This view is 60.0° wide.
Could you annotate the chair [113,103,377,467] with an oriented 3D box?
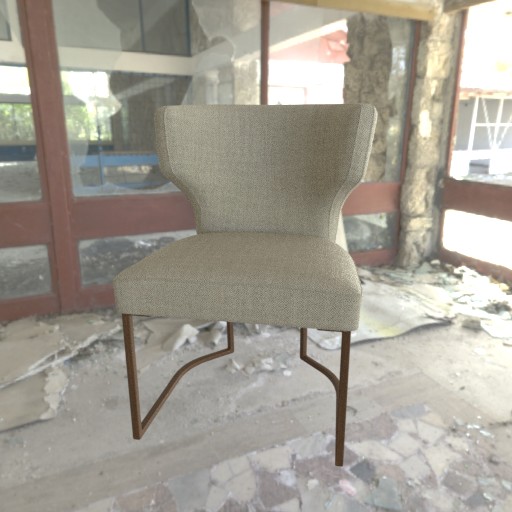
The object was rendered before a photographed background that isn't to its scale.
[{"bbox_3d":[0.000,0.000,1.230,0.611,0.824,0.617,3,16,10],"label":"chair"}]
